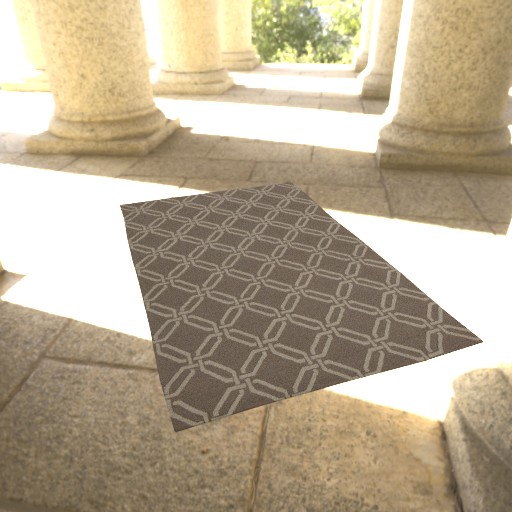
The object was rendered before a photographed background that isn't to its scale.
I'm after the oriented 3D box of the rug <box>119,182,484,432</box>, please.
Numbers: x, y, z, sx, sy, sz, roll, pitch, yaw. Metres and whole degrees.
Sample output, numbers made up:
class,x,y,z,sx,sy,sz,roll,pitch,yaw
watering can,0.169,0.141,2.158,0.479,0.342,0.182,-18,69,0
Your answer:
class,x,y,z,sx,sy,sz,roll,pitch,yaw
rug,0.000,0.000,2.143,1.142,0.010,1.748,-10,32,-17
